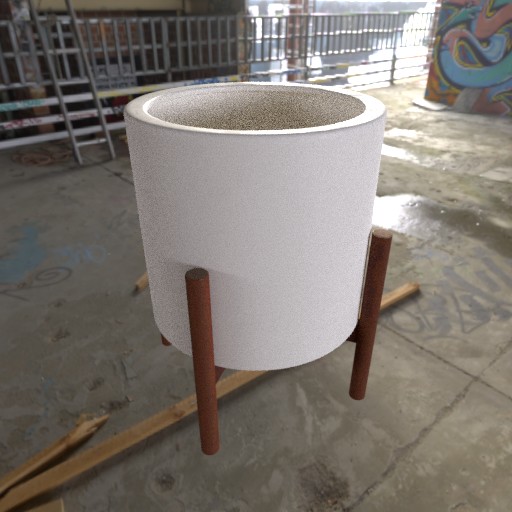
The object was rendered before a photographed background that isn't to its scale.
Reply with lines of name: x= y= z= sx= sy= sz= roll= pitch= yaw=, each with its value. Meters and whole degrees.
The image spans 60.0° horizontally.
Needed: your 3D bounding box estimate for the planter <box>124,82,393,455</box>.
planter: x=0.000 y=0.000 z=0.870 sx=0.421 sy=0.581 sz=0.420 roll=-11 pitch=32 yaw=-18
